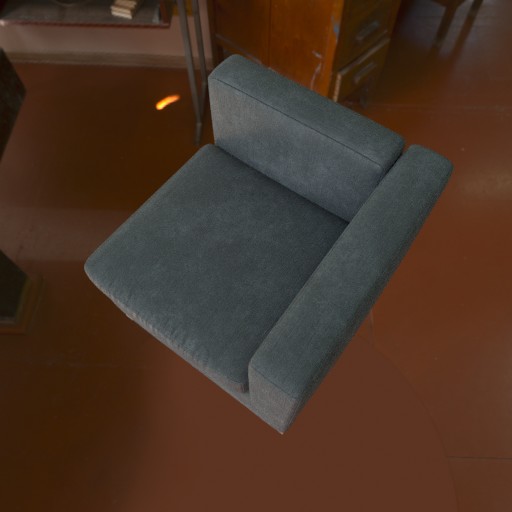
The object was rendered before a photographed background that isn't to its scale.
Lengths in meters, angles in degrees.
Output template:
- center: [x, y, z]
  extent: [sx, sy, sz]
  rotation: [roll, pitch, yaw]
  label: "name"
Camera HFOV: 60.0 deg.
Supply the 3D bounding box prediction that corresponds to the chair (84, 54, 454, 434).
- center: [0.000, 0.000, 1.243]
  extent: [0.680, 0.660, 0.680]
  rotation: [33, 67, 16]
  label: "chair"
